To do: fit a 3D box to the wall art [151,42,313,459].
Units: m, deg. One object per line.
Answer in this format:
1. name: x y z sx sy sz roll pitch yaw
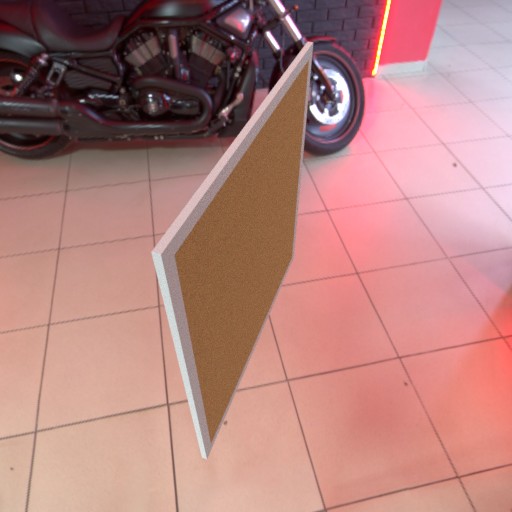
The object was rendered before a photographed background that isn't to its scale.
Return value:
1. wall art: 0.000 0.000 0.665 0.009 0.457 0.456 15 48 14
